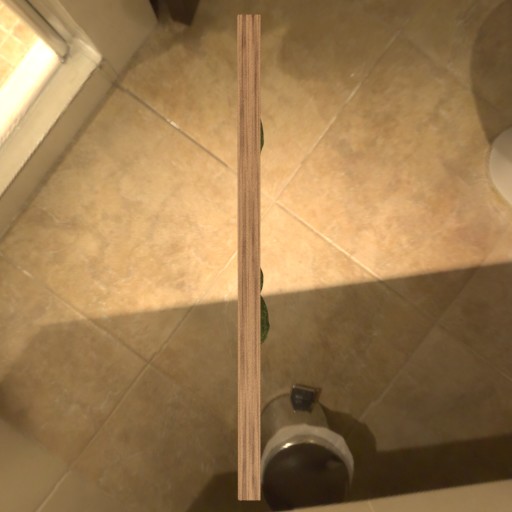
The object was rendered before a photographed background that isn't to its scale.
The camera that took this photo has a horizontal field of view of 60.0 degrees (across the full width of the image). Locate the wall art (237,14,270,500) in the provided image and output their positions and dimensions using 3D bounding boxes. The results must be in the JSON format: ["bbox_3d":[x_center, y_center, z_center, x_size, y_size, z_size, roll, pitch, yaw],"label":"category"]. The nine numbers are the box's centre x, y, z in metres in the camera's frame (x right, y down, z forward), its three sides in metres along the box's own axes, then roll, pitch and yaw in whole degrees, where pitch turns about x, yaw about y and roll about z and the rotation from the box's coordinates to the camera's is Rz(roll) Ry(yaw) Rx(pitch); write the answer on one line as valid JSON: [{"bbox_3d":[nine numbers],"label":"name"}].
[{"bbox_3d":[0.000,0.000,1.072,0.063,0.609,0.841,0,92,0],"label":"wall art"}]
